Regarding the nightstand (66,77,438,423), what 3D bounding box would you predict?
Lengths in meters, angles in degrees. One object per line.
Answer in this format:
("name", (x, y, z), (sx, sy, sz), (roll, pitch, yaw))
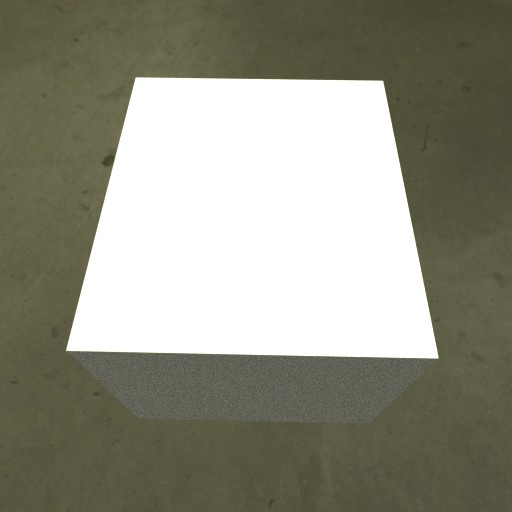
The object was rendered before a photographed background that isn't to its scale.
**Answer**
("nightstand", (0.000, 0.000, 0.758), (0.408, 0.351, 0.470), (1, 58, 1))
